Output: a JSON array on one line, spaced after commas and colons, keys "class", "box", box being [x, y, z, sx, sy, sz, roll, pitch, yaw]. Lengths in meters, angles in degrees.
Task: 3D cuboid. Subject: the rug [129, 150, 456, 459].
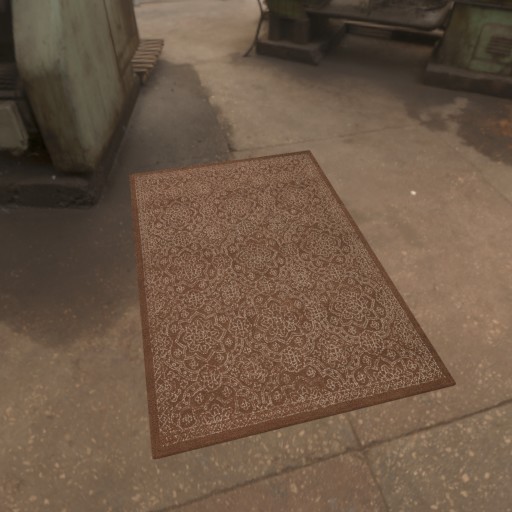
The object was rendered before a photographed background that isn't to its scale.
[{"class": "rug", "box": [0.000, 0.000, 2.317, 1.219, 0.010, 1.829, -10, 46, -10]}]
